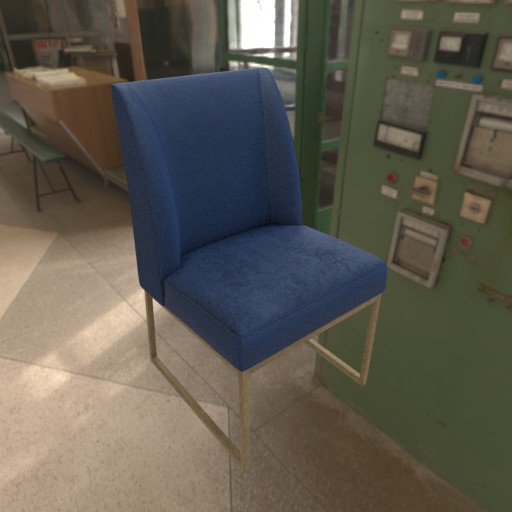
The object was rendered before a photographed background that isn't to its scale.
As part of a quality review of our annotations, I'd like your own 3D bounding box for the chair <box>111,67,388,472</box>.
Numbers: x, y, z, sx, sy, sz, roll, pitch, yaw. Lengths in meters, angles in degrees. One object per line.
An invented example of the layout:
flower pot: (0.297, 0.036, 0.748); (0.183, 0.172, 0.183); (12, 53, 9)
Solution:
chair: (0.000, 0.000, 1.194); (0.508, 0.863, 0.522); (-22, 37, -33)
